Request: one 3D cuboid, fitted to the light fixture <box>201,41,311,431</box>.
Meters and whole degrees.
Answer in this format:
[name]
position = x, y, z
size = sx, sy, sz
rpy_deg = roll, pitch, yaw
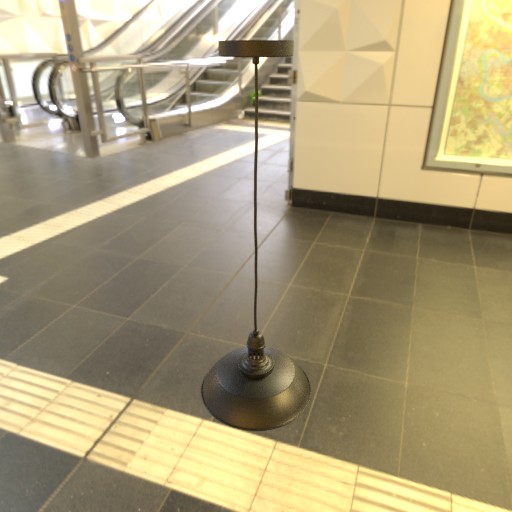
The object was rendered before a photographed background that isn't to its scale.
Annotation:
[light fixture]
position = 0.000, 0.000, 1.137
size = 0.331, 0.993, 0.331
rpy_deg = 0, 27, 0
